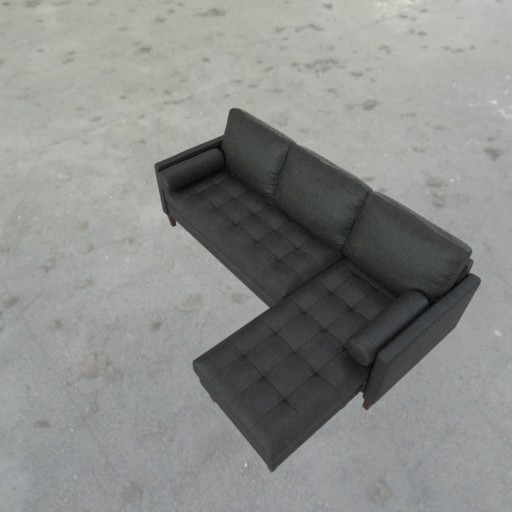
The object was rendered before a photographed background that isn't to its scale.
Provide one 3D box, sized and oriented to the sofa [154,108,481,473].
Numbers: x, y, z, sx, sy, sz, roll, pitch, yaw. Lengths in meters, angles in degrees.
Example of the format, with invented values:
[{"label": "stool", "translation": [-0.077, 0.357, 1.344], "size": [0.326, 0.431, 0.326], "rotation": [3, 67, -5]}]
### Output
[{"label": "sofa", "translation": [0.000, 0.000, 2.839], "size": [1.497, 0.876, 2.178], "rotation": [-31, 54, -27]}]
